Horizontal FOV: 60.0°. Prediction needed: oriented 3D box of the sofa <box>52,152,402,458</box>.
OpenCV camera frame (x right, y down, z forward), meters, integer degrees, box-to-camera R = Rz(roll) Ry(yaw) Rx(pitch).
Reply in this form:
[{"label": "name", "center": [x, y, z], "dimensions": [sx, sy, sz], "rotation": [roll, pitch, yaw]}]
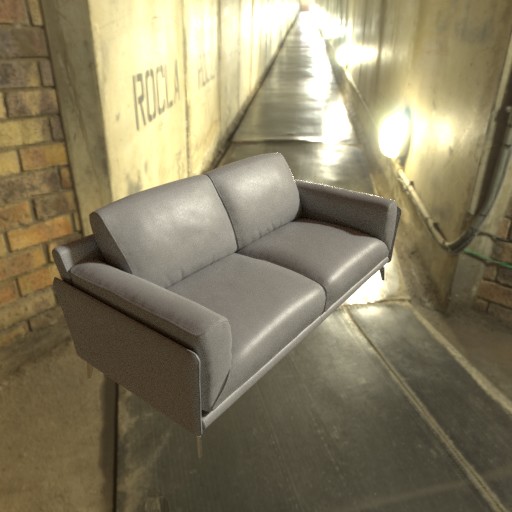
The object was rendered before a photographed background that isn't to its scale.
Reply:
[{"label": "sofa", "center": [0.000, 0.000, 2.744], "dimensions": [1.049, 0.930, 2.101], "rotation": [19, 32, 33]}]
